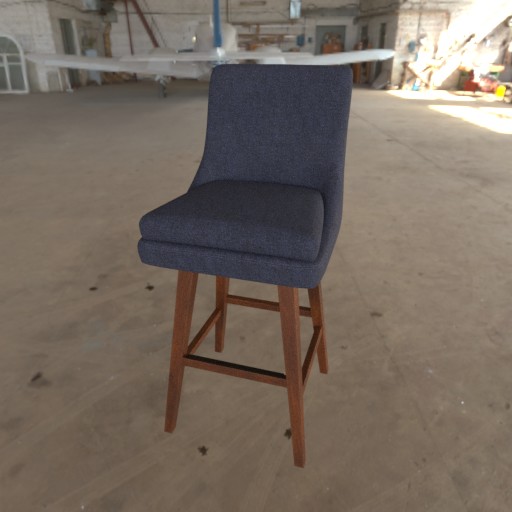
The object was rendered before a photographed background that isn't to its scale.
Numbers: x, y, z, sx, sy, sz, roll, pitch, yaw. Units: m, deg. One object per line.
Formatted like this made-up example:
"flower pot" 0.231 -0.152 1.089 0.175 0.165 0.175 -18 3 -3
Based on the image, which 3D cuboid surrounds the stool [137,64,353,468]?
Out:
"stool" 0.000 0.000 1.367 0.489 1.068 0.572 8 27 16
